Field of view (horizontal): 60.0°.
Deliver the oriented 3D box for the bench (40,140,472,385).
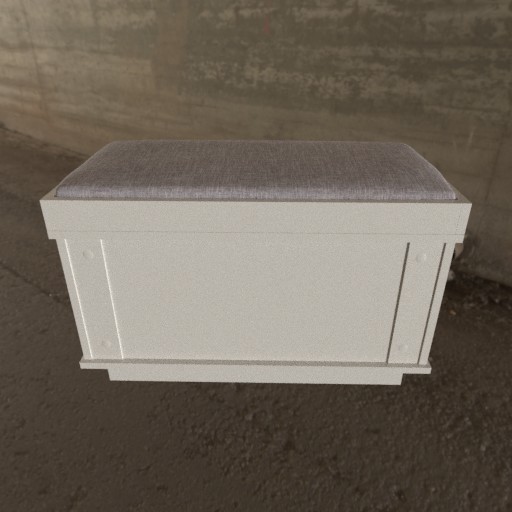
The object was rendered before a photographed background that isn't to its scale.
[{"bbox_3d":[0.000,0.000,1.006,0.734,0.461,0.362,1,28,1],"label":"bench"}]
